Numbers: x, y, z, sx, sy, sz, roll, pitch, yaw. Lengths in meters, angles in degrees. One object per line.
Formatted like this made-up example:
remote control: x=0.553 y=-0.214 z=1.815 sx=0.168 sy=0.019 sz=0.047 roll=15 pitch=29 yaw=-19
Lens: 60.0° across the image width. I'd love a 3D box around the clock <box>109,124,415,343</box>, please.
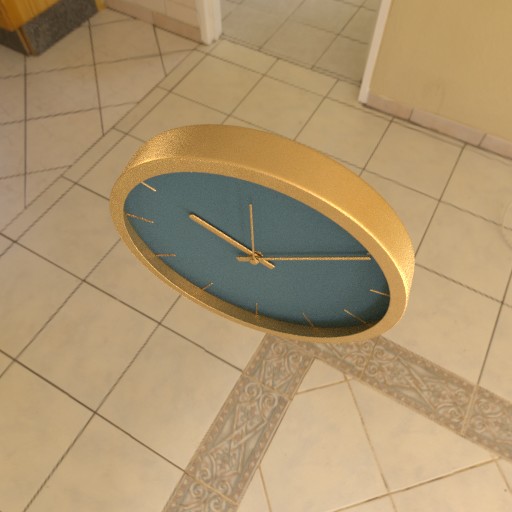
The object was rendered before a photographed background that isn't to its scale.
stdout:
clock: x=0.000 y=0.000 z=0.467 sx=0.314 sy=0.314 sz=0.040 roll=17 pitch=60 yaw=10
